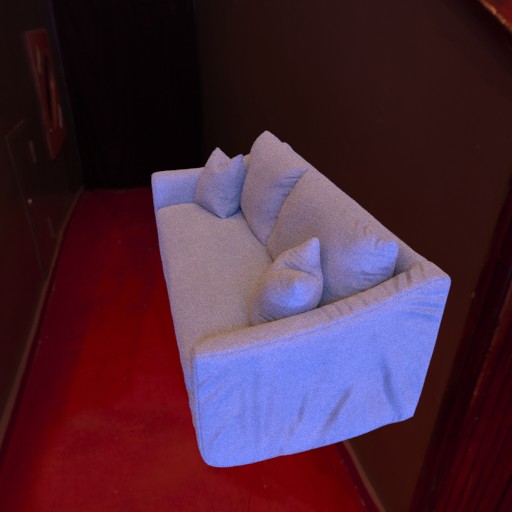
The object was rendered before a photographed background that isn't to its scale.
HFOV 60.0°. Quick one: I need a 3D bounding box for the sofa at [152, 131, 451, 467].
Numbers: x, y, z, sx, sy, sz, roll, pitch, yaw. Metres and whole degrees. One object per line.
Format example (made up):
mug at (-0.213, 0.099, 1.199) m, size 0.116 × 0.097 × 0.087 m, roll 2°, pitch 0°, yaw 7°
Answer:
sofa at (0.000, 0.000, 2.613) m, size 1.072 × 1.018 × 2.010 m, roll -8°, pitch 31°, yaw -14°
